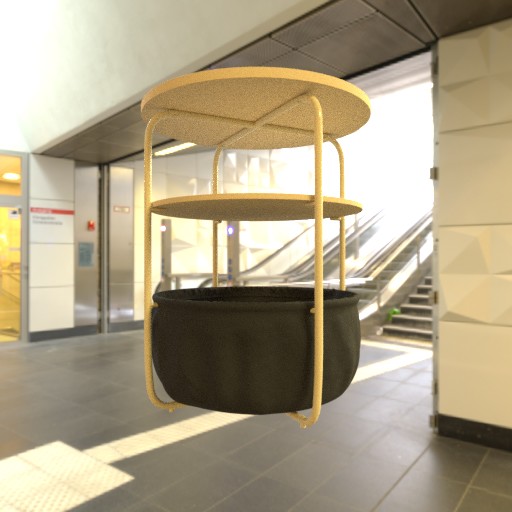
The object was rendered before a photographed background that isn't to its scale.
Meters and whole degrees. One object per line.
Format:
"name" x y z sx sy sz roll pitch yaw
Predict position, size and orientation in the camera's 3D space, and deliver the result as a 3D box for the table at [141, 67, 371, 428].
"table" 0.000 0.000 0.833 0.418 0.532 0.418 0 0 18
